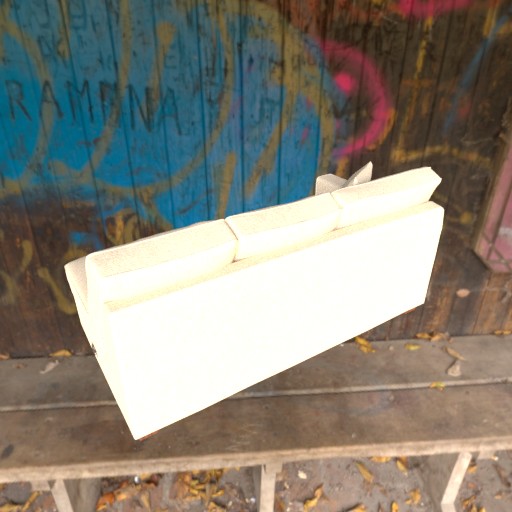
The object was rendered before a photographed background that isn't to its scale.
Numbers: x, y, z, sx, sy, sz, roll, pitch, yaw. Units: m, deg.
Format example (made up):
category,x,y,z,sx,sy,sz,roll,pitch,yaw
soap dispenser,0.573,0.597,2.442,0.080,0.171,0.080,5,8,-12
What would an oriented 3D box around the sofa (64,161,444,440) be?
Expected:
category,x,y,z,sx,sy,sz,roll,pitch,yaw
sofa,0.000,0.000,2.583,1.962,0.946,1.034,-18,35,-28
